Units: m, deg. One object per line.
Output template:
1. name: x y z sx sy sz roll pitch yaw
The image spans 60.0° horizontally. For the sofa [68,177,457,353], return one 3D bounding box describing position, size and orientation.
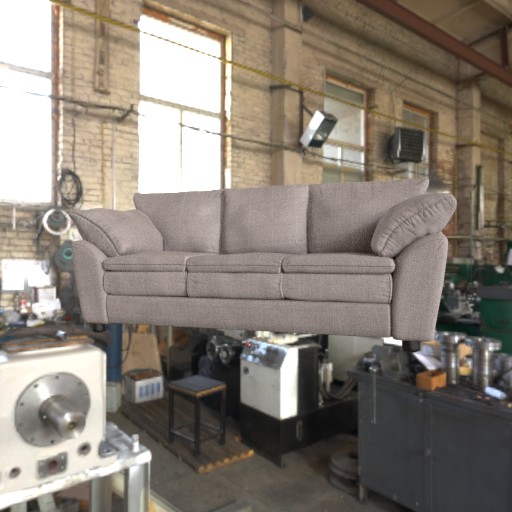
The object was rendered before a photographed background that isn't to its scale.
1. sofa: 0.000 0.000 2.898 2.334 0.996 0.878 0 0 18
